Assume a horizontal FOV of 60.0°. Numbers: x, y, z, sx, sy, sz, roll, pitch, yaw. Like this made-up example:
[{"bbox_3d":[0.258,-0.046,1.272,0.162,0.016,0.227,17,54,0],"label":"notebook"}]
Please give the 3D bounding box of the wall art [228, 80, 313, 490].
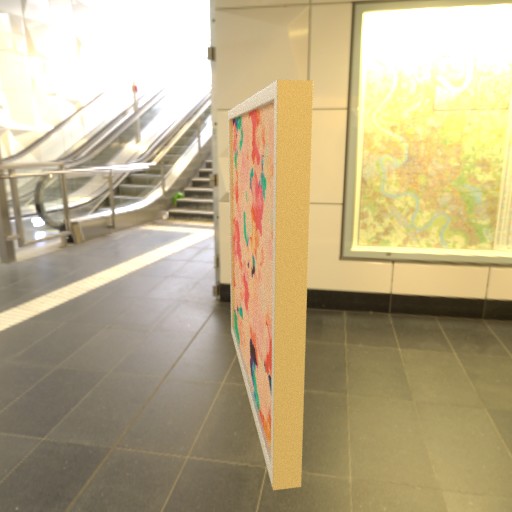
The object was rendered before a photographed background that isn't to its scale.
[{"bbox_3d":[0.000,0.000,0.764,0.038,0.505,0.506,-2,15,-9],"label":"wall art"}]
